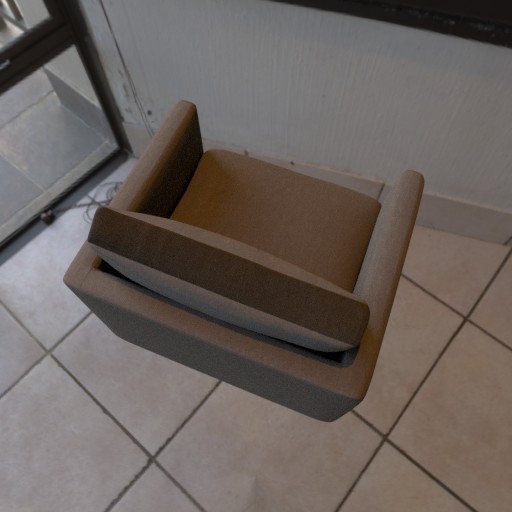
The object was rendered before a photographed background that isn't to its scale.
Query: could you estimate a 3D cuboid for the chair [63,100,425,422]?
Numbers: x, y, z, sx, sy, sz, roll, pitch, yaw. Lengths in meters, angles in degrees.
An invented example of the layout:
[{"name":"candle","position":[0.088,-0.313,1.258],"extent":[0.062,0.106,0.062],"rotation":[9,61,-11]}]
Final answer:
[{"name":"chair","position":[0.000,0.000,1.862],"extent":[1.107,0.963,0.959],"rotation":[20,65,10]}]
